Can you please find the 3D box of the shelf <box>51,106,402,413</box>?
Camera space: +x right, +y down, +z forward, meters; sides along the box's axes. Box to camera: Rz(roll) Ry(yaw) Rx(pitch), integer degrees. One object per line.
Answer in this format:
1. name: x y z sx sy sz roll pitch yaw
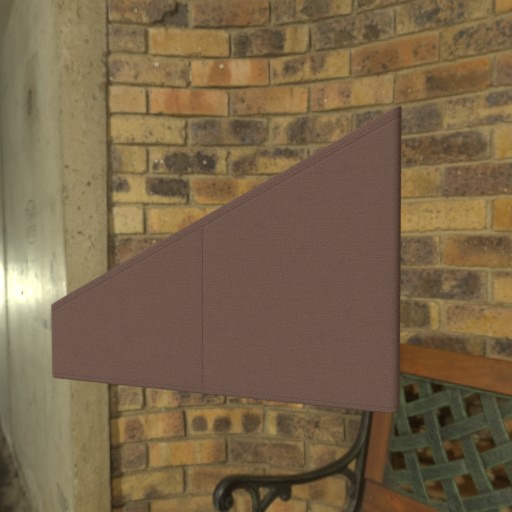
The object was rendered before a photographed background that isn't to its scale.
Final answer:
1. shelf: 0.000 0.000 0.478 0.292 0.210 0.292 0 1 17
